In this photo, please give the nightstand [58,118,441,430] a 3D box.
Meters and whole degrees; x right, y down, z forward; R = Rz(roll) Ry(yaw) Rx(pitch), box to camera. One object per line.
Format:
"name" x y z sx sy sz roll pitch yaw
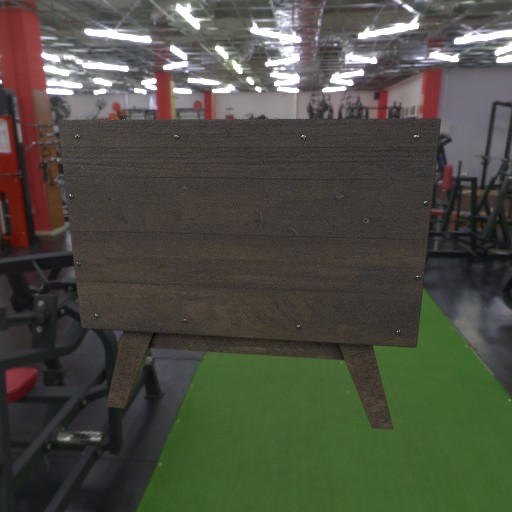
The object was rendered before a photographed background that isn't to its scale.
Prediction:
"nightstand" 0.000 0.000 1.036 0.650 0.599 0.450 2 16 7
